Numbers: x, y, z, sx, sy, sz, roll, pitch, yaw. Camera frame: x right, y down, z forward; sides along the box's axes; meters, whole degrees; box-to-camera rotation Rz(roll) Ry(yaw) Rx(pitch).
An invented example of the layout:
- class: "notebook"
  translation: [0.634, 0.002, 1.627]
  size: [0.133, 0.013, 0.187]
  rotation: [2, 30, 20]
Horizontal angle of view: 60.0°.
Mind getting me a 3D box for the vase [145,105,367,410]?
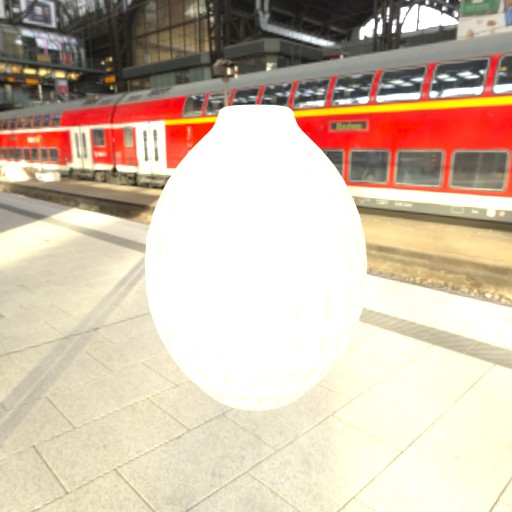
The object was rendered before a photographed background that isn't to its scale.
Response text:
- class: "vase"
  translation: [0.000, 0.000, 0.262]
  size: [0.128, 0.167, 0.128]
  rotation: [0, 14, 0]
